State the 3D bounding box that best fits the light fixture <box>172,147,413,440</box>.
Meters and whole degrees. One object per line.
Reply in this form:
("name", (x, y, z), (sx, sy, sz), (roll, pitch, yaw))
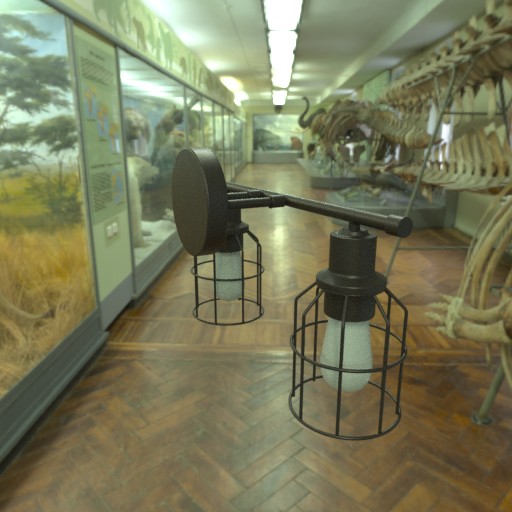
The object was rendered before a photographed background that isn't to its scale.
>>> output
("light fixture", (0.000, 0.000, 0.530), (0.165, 0.254, 0.406), (-8, 17, -27))
